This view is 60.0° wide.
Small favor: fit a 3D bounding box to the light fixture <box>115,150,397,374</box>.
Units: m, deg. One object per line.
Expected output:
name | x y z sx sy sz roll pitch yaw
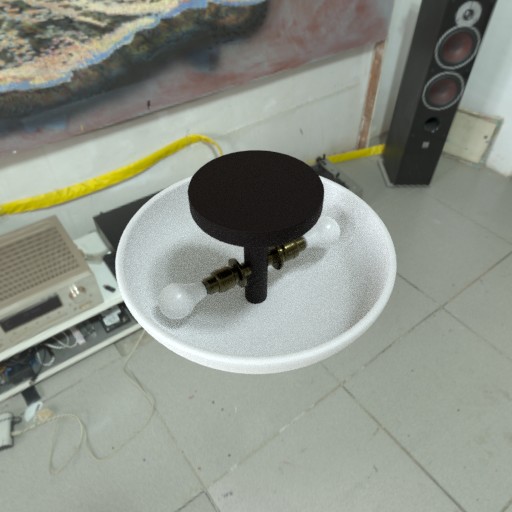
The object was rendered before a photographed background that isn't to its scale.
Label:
light fixture | 0.000 0.000 0.549 0.331 0.212 0.331 0 45 0
